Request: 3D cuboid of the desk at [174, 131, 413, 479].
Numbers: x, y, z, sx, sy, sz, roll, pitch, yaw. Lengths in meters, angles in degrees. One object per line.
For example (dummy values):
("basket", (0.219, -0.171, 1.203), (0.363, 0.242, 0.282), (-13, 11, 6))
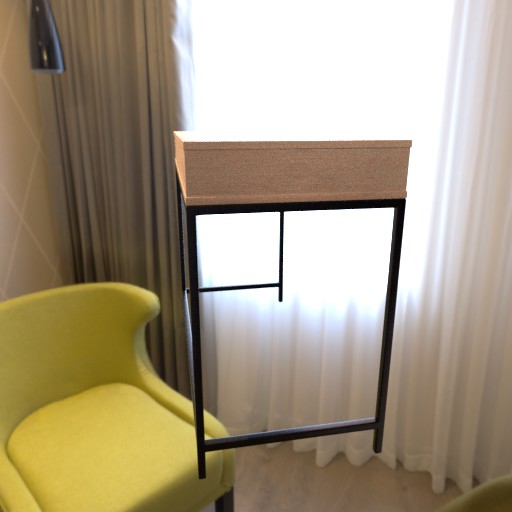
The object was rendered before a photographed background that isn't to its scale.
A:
("desk", (0.000, 0.000, 1.438), (0.470, 0.762, 1.016), (-3, 17, -11))
